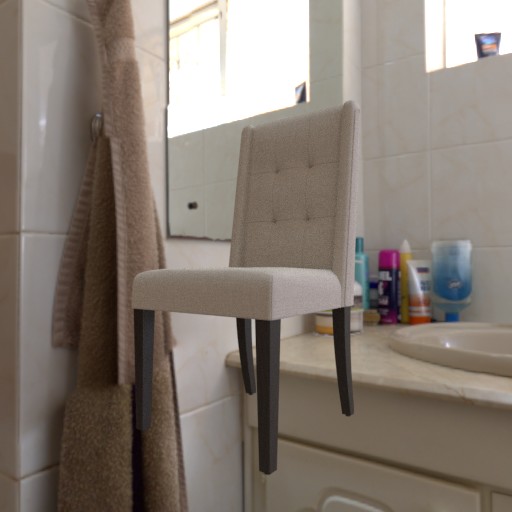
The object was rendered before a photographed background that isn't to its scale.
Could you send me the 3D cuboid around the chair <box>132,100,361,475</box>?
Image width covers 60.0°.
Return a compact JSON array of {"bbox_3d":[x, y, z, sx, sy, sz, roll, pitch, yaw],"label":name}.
[{"bbox_3d":[0.000,0.000,1.290,0.474,0.961,0.523,-1,-2,37],"label":"chair"}]
